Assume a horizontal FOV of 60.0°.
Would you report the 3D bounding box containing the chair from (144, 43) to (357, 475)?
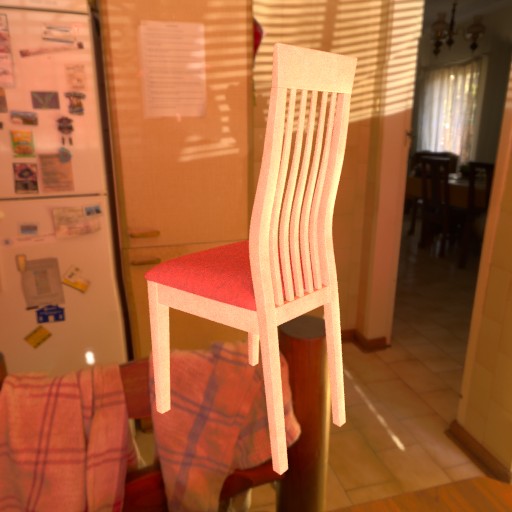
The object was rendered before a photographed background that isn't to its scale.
[{"bbox_3d":[0.000,0.000,1.260,0.474,1.027,0.460,16,23,42],"label":"chair"}]
